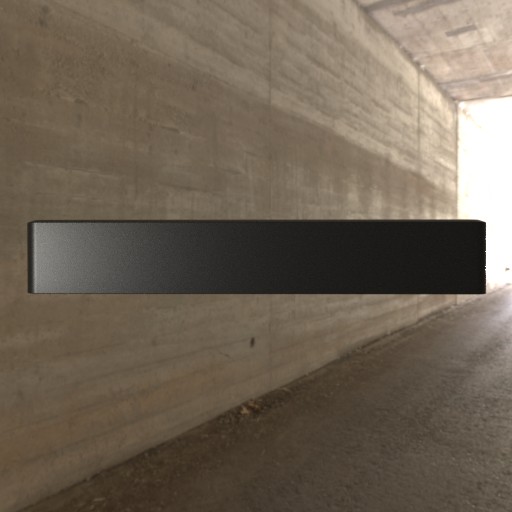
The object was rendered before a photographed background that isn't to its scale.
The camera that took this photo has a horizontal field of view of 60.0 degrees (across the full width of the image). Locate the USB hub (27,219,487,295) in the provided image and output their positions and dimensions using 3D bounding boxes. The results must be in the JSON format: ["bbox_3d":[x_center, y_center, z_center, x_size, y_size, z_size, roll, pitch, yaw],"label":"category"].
[{"bbox_3d":[0.000,0.000,0.158,0.145,0.023,0.044,0,1,1],"label":"USB hub"}]
